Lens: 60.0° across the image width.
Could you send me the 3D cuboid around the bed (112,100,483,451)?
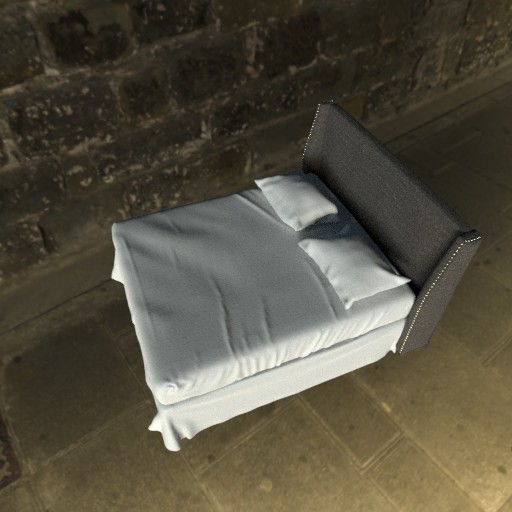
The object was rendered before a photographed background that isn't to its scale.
[{"bbox_3d":[0.000,0.000,3.492,2.276,1.332,1.925,-17,49,-15],"label":"bed"}]
